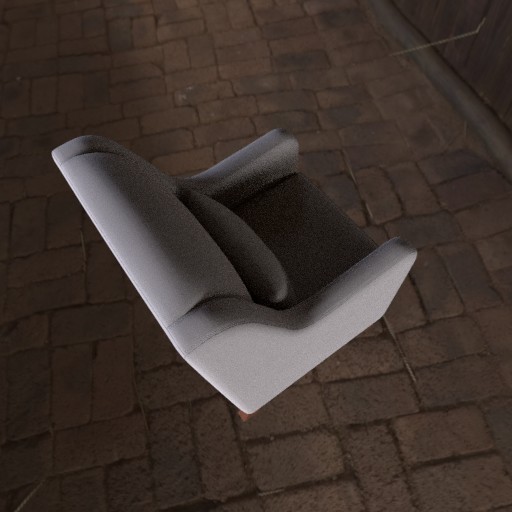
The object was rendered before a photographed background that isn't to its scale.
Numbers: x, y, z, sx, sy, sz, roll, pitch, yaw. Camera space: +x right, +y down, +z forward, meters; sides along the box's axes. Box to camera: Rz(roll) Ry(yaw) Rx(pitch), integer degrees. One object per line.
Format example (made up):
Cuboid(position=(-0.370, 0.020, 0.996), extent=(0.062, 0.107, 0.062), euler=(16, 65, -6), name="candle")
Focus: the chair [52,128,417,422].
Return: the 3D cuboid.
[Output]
Cuboid(position=(0.000, 0.000, 1.557), extent=(0.863, 1.010, 0.715), euler=(-31, 63, -18), name="chair")
